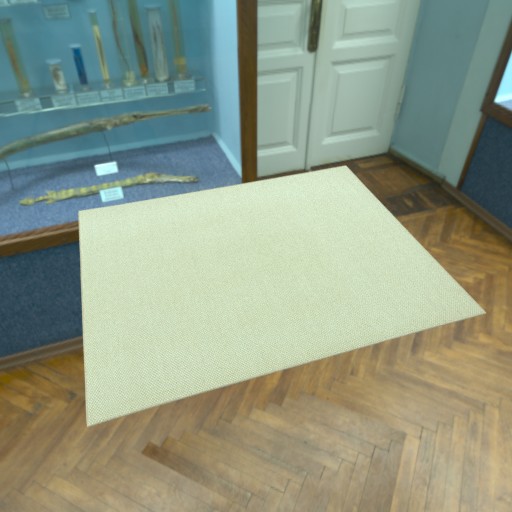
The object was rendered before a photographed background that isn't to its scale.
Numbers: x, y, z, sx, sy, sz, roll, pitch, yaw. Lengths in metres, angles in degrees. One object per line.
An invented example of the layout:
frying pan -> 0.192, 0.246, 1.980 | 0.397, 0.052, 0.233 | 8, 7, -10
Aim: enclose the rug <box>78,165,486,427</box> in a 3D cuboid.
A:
rug -> 0.000, 0.000, 4.020 | 3.039, 0.018, 2.462 | -12, 42, -14
